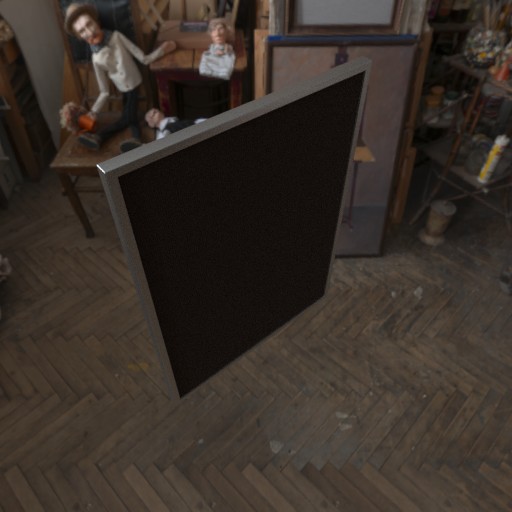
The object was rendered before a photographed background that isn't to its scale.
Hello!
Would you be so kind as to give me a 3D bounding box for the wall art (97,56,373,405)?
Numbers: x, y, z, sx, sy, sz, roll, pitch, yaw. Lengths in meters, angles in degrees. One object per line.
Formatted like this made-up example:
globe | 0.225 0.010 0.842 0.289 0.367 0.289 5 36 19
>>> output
wall art | 0.000 0.000 1.441 0.801 1.062 0.037 -31 54 -26
